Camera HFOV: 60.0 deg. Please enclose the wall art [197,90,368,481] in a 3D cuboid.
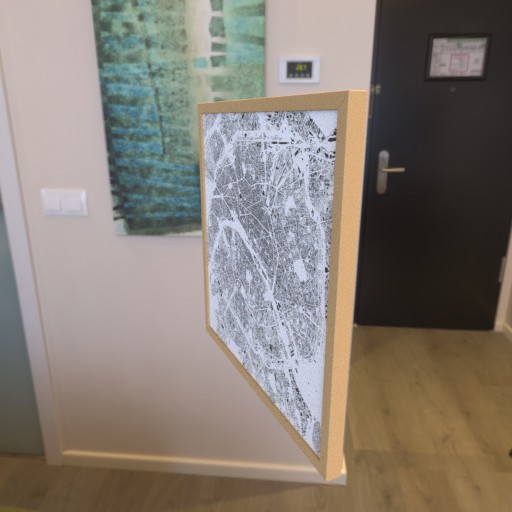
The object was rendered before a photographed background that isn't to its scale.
[{"bbox_3d":[0.000,0.000,1.140,0.037,0.761,0.761,-8,19,-24],"label":"wall art"}]
